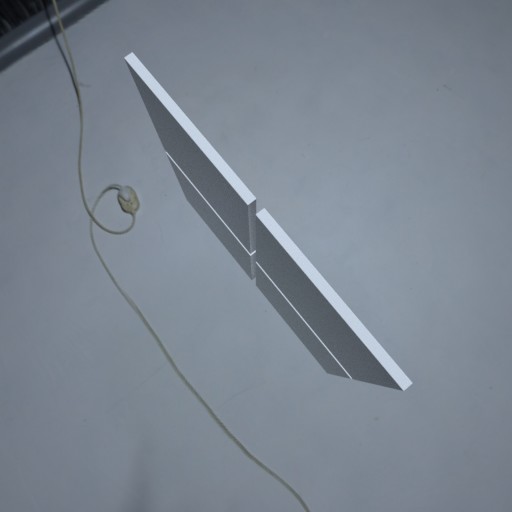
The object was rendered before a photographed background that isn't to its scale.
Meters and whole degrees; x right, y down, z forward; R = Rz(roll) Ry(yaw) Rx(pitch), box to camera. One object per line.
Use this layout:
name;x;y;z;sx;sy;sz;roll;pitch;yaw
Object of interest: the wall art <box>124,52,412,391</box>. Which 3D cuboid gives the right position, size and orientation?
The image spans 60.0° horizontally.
wall art;0.000;0.000;1.661;0.029;1.118;1.118;-38;80;-8
